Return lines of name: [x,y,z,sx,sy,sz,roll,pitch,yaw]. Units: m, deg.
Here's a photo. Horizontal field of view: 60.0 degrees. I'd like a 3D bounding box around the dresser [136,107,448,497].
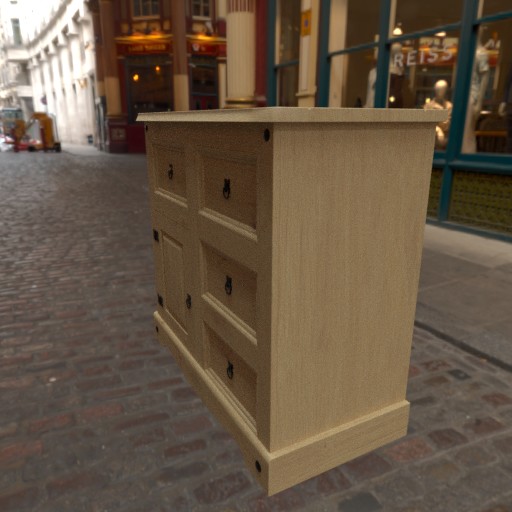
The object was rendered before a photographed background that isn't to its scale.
dresser: [0.000,0.000,1.351,0.440,0.835,0.915,-9,19,-27]
